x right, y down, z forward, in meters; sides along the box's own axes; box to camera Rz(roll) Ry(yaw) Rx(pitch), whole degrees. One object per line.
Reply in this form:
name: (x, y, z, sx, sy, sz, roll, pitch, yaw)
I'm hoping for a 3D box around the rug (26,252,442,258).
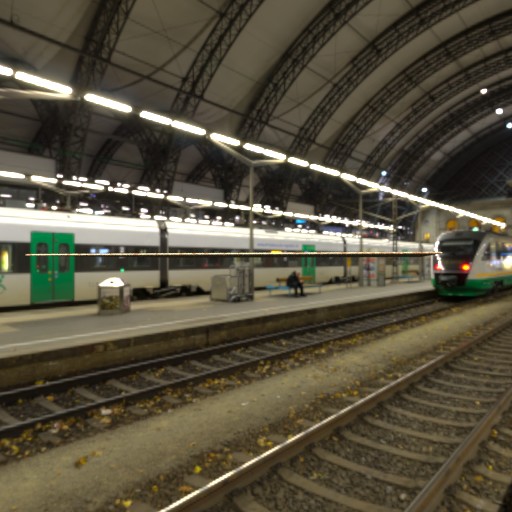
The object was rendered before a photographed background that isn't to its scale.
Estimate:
rug: (0.000, 0.000, 4.192, 3.050, 0.011, 2.441, 0, -1, 18)
